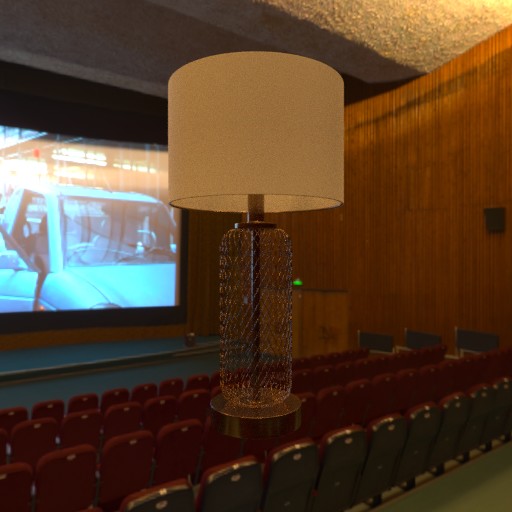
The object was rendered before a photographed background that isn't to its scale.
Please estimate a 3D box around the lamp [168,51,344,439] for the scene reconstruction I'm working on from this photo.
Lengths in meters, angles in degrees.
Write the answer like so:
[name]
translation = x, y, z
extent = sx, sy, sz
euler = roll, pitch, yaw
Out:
[lamp]
translation = 0.000, 0.000, 0.649
extent = 0.252, 0.483, 0.252
euler = 0, 0, -37
